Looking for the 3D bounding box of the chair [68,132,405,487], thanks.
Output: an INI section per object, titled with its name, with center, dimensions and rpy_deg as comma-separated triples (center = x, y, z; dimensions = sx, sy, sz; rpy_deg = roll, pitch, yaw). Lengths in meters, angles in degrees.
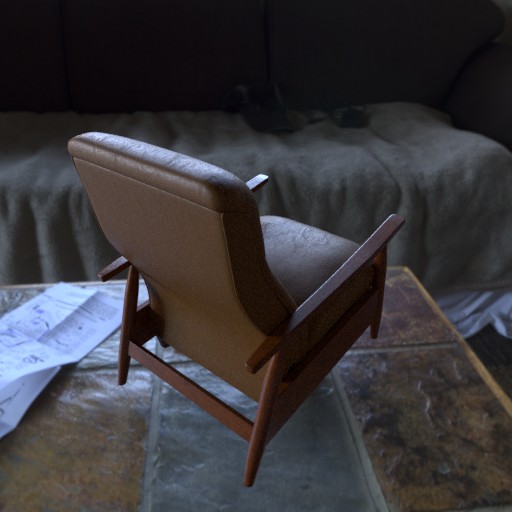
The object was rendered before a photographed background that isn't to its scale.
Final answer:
[chair]
center = 0.000, 0.000, 1.719
dimensions = 0.762, 1.082, 1.014
rpy_deg = 23, 39, 32
